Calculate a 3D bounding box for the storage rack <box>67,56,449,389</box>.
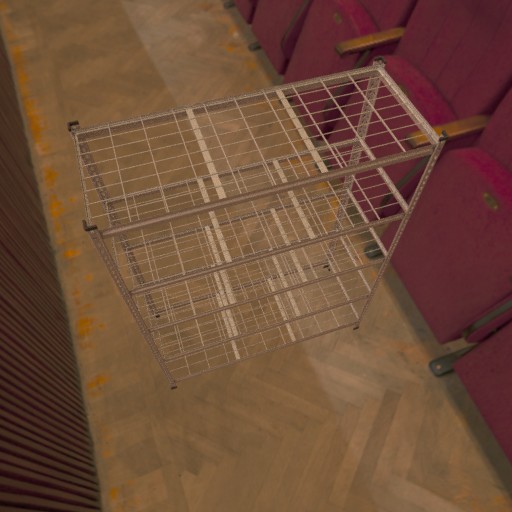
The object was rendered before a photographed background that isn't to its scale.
[{"bbox_3d":[0.000,0.000,2.724,1.524,1.981,0.610,-16,58,-10],"label":"storage rack"}]
